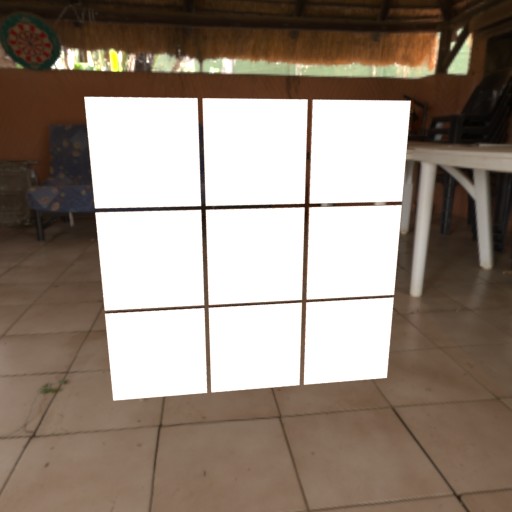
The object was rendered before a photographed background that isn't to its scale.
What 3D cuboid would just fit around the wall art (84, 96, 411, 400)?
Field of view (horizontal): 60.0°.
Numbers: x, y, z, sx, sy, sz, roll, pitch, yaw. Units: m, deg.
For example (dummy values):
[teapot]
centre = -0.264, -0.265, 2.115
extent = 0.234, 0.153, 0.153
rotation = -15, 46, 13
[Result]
[wall art]
centre = 0.000, 0.000, 1.860
extent = 1.256, 1.246, 0.017
rotation = -2, 15, -8
